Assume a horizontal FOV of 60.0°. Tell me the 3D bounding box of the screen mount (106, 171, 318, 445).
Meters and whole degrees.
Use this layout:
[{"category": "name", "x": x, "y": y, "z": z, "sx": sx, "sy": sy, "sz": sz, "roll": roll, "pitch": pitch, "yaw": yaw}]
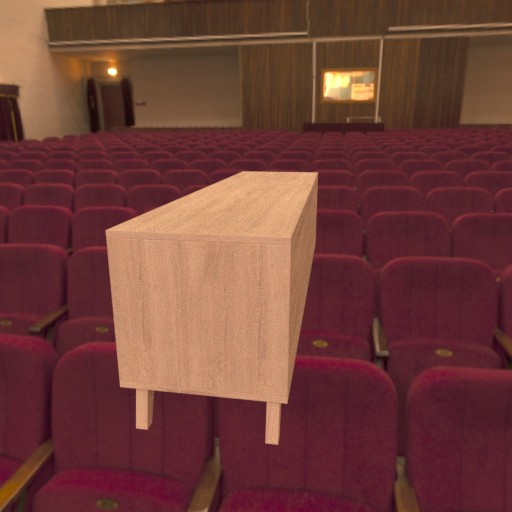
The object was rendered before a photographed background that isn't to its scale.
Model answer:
[{"category": "screen mount", "x": 0.000, "y": 0.000, "z": 1.701, "sx": 0.400, "sy": 0.510, "sz": 1.500, "roll": 3, "pitch": 16, "yaw": 9}]
